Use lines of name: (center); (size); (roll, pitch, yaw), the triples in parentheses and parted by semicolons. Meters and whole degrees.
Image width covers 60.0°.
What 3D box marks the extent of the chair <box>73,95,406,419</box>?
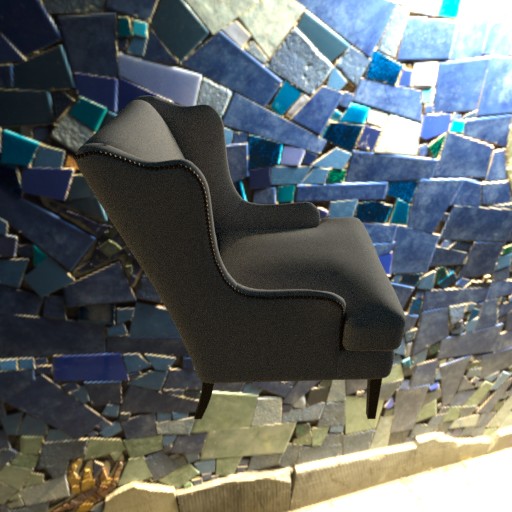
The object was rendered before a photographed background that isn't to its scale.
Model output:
chair: (0.000, 0.000, 1.635); (0.940, 1.029, 0.737); (0, 31, 0)
